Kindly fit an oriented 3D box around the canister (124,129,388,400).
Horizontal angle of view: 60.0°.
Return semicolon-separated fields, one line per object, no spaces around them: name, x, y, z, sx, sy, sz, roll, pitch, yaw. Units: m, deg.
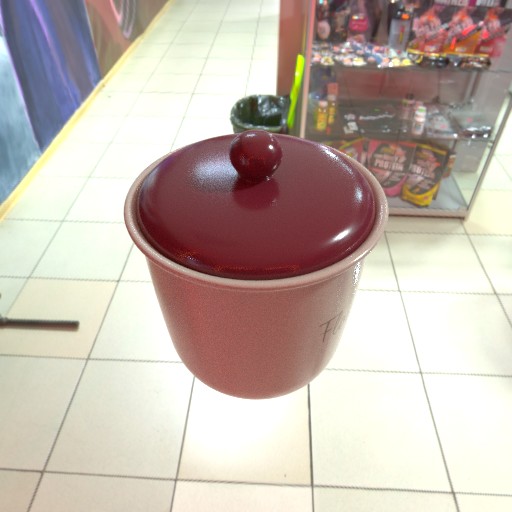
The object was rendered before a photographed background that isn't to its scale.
canister;0.000;0.000;0.350;0.182;0.208;0.182;0;42;0
